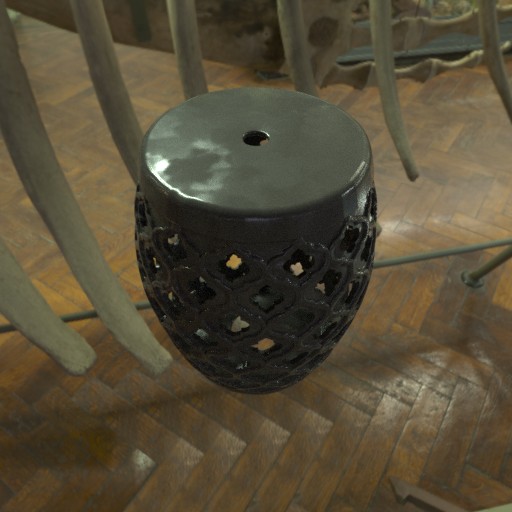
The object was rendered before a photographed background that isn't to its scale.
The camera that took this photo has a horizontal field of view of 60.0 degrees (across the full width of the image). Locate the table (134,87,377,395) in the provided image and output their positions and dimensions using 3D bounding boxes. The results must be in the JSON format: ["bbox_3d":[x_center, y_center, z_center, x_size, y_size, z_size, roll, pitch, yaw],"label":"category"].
[{"bbox_3d":[0.000,0.000,0.640,0.325,0.388,0.325,0,47,0],"label":"table"}]
